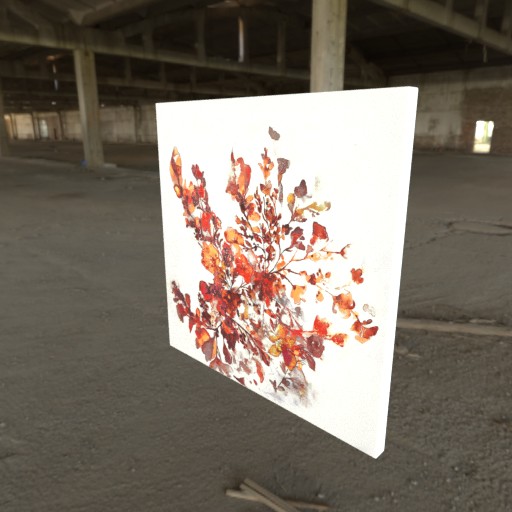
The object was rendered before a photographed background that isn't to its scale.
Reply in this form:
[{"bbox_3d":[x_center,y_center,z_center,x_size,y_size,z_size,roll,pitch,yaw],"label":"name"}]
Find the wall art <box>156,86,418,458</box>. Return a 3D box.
[{"bbox_3d":[0.000,0.000,1.120,0.757,0.757,0.037,15,22,42],"label":"wall art"}]
